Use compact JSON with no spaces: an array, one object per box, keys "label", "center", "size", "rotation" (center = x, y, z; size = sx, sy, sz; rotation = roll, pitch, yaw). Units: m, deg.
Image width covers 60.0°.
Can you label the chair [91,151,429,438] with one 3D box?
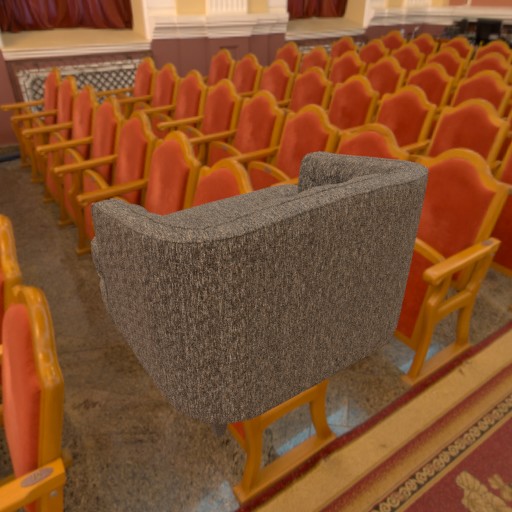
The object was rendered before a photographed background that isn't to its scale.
[{"label":"chair","center":[0.000,0.000,1.796],"size":[1.104,0.852,0.941],"rotation":[-19,36,-29]}]
